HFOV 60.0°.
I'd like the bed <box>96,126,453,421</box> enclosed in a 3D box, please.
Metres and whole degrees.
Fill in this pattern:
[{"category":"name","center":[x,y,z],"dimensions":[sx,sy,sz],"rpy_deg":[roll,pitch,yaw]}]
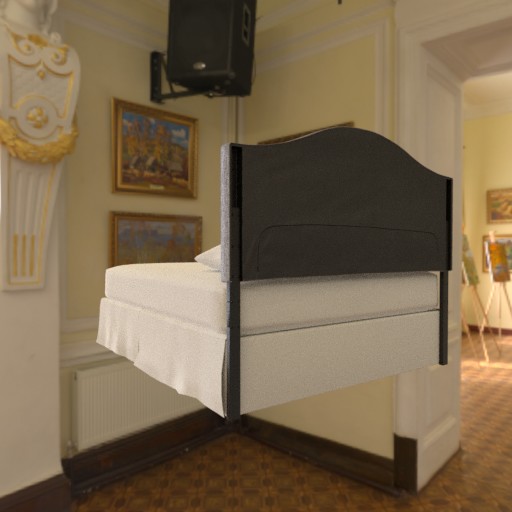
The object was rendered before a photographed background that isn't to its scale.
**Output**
[{"category":"bed","center":[0.000,0.000,2.968],"dimensions":[1.610,1.295,1.870],"rpy_deg":[-1,1,-35]}]
